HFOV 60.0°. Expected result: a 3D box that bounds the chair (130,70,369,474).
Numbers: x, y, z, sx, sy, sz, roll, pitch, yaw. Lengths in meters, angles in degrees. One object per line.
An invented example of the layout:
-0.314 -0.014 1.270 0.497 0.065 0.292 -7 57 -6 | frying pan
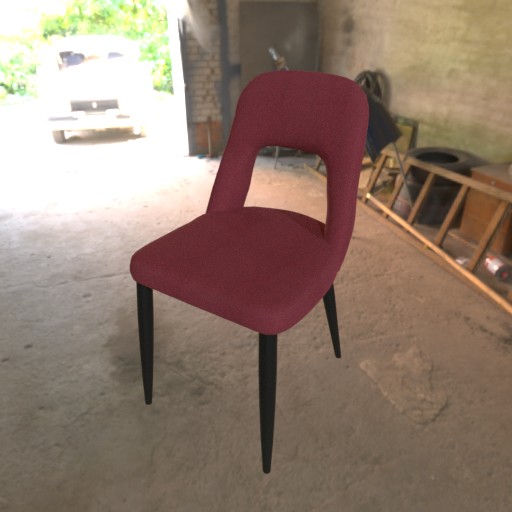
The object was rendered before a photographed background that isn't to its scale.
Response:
0.000 0.000 1.218 0.483 0.892 0.569 18 34 28 | chair
